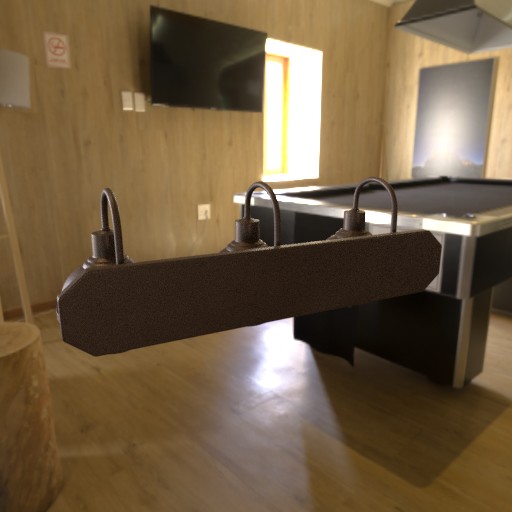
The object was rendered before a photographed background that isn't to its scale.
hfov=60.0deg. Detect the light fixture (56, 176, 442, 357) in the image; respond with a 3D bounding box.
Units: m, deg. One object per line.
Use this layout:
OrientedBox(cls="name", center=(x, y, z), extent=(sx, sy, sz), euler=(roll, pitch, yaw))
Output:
OrientedBox(cls="light fixture", center=(0.000, 0.000, 0.757), extent=(0.634, 0.254, 0.229), euler=(-7, 16, -26))
